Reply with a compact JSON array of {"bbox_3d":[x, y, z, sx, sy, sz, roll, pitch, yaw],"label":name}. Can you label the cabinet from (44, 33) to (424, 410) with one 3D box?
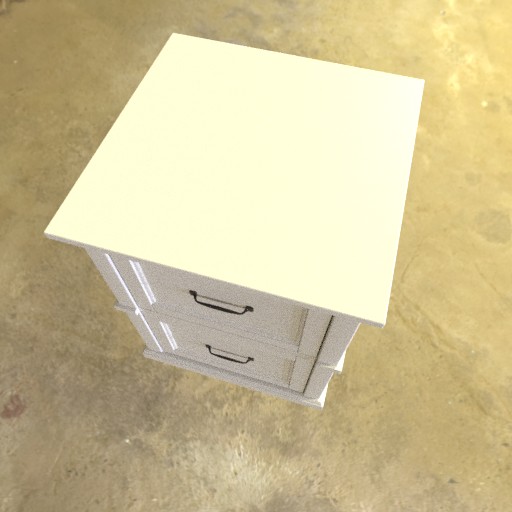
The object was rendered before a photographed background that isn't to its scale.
[{"bbox_3d":[0.000,0.000,1.132,0.544,0.775,0.547,14,61,8],"label":"cabinet"}]
